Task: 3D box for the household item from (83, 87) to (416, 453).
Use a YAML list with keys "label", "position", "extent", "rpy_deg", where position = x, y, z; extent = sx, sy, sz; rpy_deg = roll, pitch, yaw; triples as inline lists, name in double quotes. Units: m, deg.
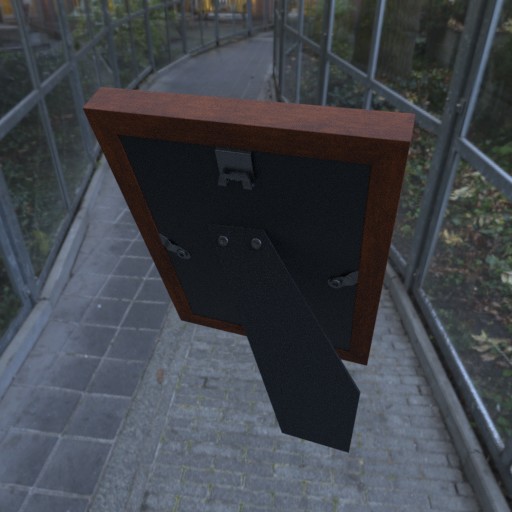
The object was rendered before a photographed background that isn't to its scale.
- label: "household item"
  position: [0.000, 0.000, 0.284]
  extent: [0.160, 0.204, 0.096]
  rpy_deg: [11, 34, 16]
